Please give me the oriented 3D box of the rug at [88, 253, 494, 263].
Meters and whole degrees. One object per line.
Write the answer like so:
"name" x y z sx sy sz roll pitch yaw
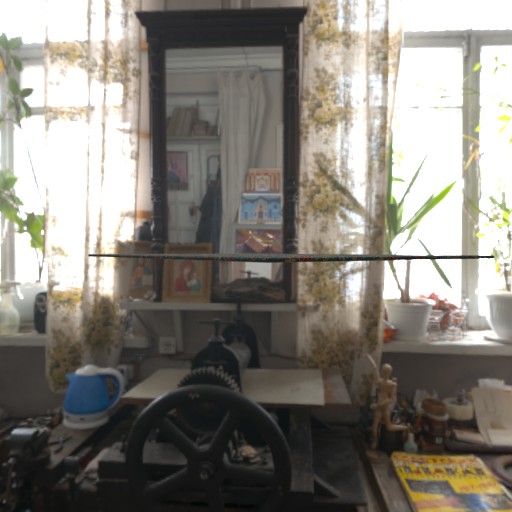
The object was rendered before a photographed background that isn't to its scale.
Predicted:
"rug" 0.000 0.000 2.301 1.216 0.014 1.836 0 1 -35
